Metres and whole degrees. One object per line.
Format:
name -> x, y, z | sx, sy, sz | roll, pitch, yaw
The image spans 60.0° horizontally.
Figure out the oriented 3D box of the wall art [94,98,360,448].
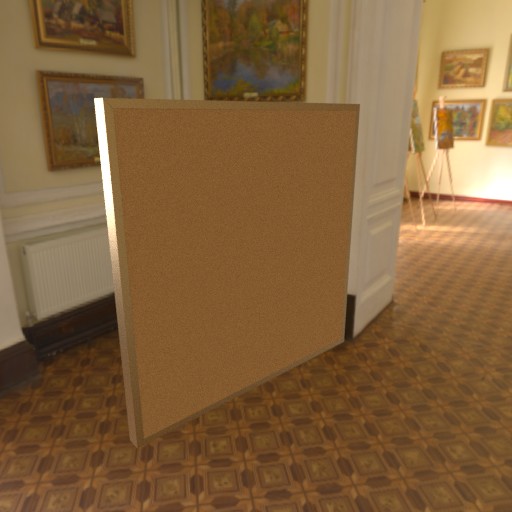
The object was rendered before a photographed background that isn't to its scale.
wall art -> 0.000, 0.000, 1.159 | 0.762, 0.762, 0.038 | -15, 23, -39
